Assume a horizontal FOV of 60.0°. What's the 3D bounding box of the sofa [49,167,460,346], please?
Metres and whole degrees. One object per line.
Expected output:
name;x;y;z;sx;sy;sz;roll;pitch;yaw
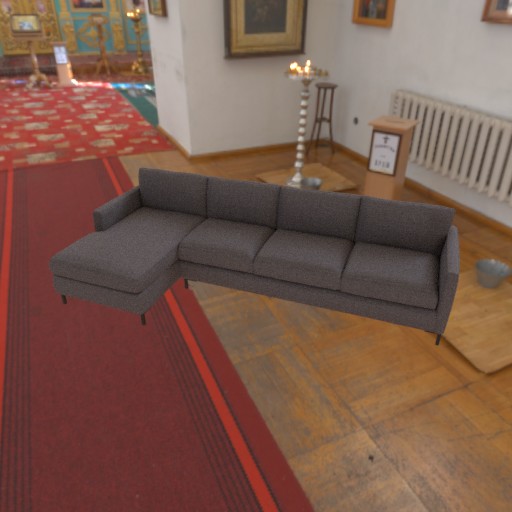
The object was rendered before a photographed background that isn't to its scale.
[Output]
sofa;0.000;0.000;3.231;2.731;0.754;1.258;11;31;18
